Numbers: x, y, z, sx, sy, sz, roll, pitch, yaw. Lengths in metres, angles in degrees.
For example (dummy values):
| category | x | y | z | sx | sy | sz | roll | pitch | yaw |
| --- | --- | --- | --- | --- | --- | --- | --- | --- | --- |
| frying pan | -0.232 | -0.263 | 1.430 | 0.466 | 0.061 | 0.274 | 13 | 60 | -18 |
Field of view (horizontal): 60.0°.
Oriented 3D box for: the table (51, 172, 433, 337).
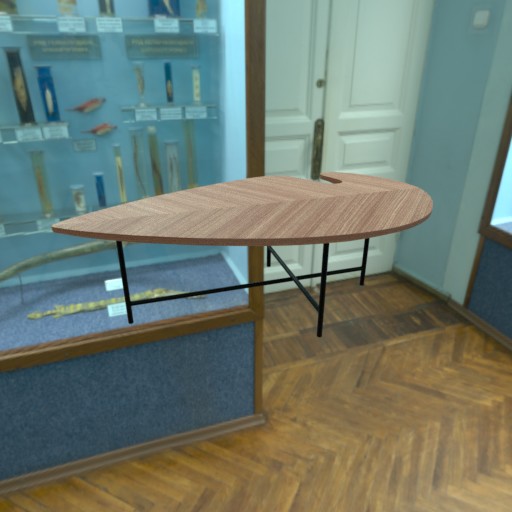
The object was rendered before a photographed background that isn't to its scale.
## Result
| category | x | y | z | sx | sy | sz | roll | pitch | yaw |
| --- | --- | --- | --- | --- | --- | --- | --- | --- | --- |
| table | 0.000 | 0.000 | 1.477 | 1.199 | 0.360 | 0.598 | -8 | 27 | -15 |
